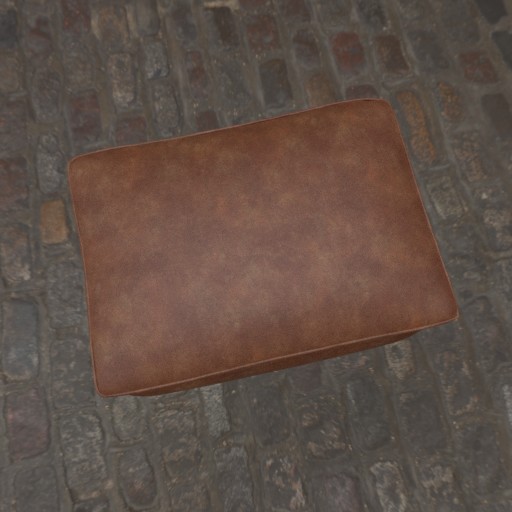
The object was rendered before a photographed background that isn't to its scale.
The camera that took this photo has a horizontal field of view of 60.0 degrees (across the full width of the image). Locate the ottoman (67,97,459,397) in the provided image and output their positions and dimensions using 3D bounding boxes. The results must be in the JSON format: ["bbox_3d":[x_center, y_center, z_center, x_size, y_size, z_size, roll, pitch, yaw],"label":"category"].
[{"bbox_3d":[0.000,0.000,0.983,0.665,0.418,0.501,-12,76,-3],"label":"ottoman"}]
